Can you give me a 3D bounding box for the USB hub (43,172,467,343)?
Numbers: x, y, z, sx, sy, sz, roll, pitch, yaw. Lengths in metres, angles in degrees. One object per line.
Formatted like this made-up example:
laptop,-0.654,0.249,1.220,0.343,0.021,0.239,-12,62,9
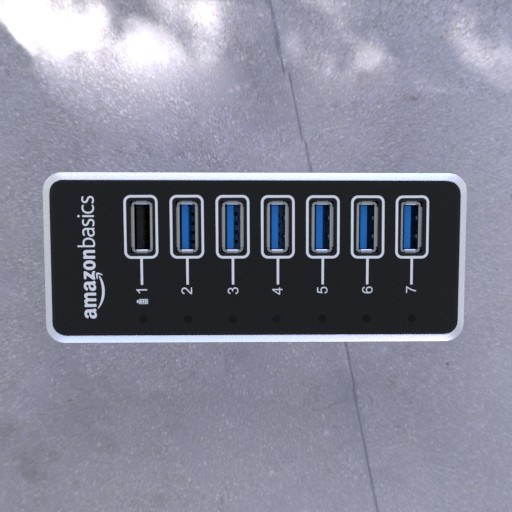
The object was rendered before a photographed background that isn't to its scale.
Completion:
USB hub,0.000,0.000,0.126,0.110,0.023,0.044,0,93,-1
